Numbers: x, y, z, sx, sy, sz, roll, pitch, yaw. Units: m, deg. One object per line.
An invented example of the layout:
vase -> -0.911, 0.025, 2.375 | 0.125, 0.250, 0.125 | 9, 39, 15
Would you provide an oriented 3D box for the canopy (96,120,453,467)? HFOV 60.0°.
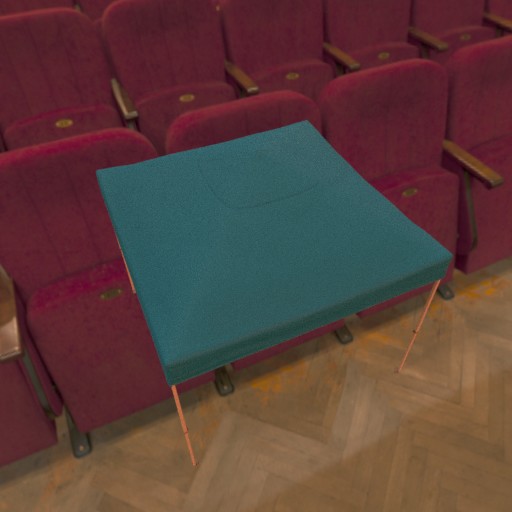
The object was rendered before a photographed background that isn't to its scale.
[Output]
canopy -> 0.000, 0.000, 5.456 | 2.998, 2.997, 2.996 | -18, 48, -17
